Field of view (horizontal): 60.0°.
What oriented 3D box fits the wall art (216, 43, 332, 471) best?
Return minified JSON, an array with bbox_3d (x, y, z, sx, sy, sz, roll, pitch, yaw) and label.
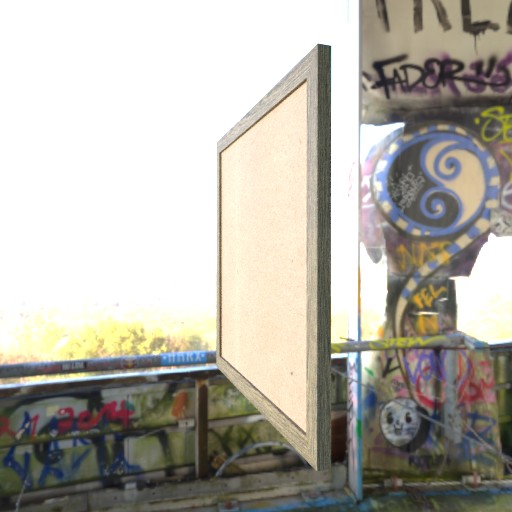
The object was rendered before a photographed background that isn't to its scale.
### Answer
[{"bbox_3d":[0.000,0.000,0.769,0.019,0.508,0.508,0,1,-19],"label":"wall art"}]
